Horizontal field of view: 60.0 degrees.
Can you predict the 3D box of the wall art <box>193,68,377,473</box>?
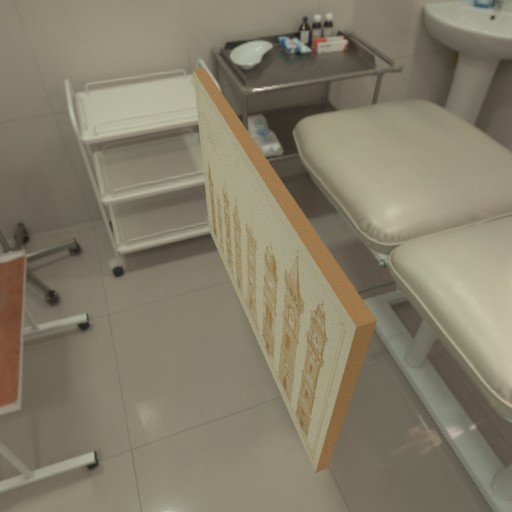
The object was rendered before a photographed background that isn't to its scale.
[{"bbox_3d":[0.000,0.000,1.152,0.033,0.608,0.915,-15,48,-14],"label":"wall art"}]
